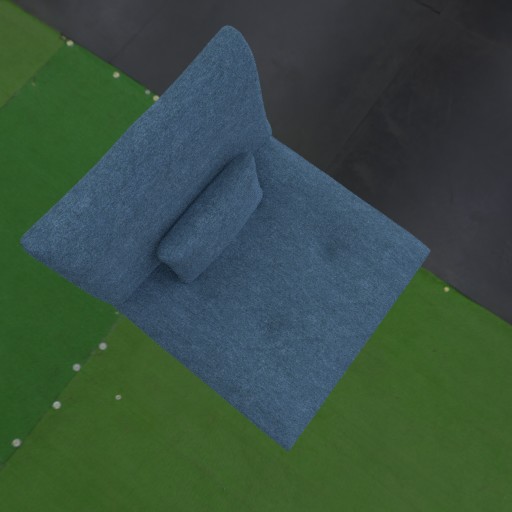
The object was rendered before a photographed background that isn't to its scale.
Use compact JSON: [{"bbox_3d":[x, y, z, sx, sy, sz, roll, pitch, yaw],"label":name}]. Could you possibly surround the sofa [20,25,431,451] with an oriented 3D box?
[{"bbox_3d":[0.000,0.000,1.579,1.000,0.820,0.930,37,79,9],"label":"sofa"}]
